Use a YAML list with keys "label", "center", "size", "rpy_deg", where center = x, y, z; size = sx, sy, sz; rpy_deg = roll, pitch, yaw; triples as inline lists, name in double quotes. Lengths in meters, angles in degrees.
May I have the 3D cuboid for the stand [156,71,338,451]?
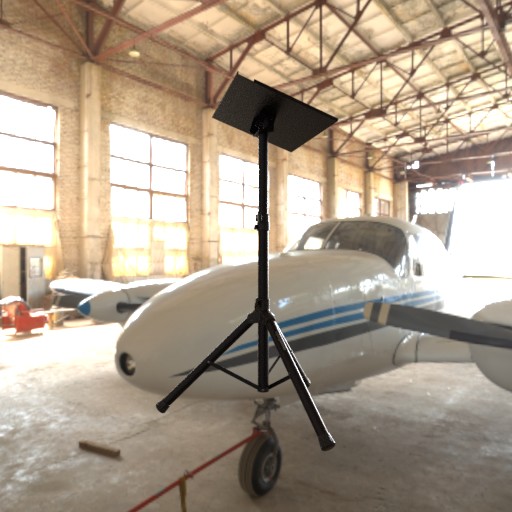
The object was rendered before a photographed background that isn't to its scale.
- label: "stand"
  center: [0.000, 0.000, 1.635]
  size: [0.702, 1.198, 0.702]
  rpy_deg: [0, -1, -16]
